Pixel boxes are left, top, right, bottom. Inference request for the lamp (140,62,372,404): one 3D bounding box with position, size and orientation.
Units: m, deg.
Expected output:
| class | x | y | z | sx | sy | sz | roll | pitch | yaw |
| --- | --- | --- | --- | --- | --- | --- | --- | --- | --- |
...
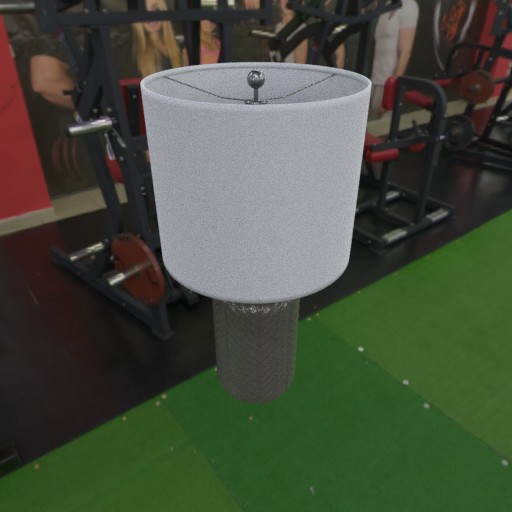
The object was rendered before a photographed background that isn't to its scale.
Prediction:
| class | x | y | z | sx | sy | sz | roll | pitch | yaw |
| --- | --- | --- | --- | --- | --- | --- | --- | --- | --- |
| lamp | 0.000 | 0.000 | 0.496 | 0.203 | 0.389 | 0.203 | -20 | 37 | -30 |
